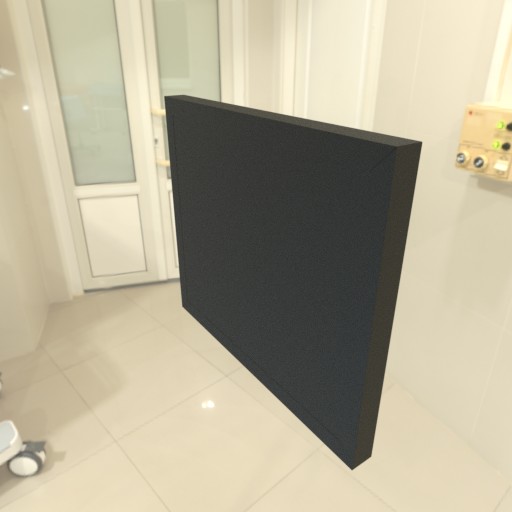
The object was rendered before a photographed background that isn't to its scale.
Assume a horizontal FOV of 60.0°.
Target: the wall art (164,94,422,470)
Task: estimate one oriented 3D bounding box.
[{"bbox_3d":[0.000,0.000,0.529,0.029,0.330,0.381,-17,31,-31],"label":"wall art"}]
